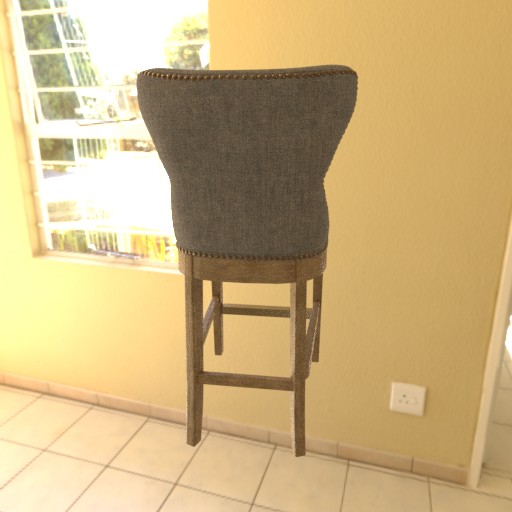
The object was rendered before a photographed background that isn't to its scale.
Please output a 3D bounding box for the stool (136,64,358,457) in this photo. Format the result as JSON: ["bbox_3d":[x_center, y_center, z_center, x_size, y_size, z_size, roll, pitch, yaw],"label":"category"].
[{"bbox_3d":[0.000,0.000,1.300,0.498,0.981,0.608,2,17,8],"label":"stool"}]
